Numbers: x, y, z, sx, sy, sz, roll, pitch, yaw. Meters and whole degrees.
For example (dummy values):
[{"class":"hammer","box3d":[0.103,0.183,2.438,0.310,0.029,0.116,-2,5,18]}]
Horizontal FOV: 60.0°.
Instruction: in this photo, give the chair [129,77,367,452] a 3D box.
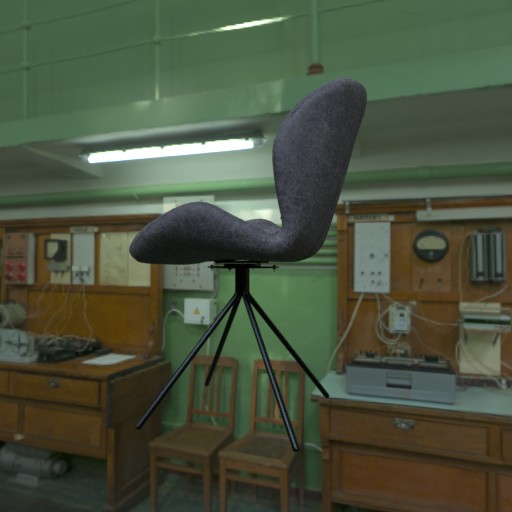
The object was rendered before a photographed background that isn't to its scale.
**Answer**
[{"class":"chair","box3d":[0.000,0.000,1.313,0.640,0.934,0.527,0,0,19]}]
